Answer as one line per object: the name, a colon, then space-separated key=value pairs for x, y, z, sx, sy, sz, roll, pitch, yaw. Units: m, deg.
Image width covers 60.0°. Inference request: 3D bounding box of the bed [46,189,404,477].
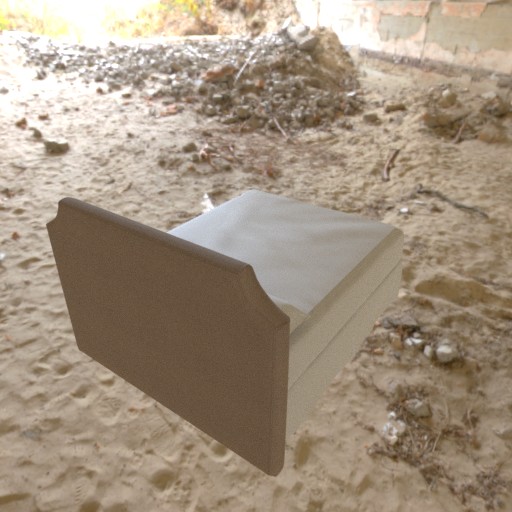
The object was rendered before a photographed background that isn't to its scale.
bed: x=0.000 y=0.000 z=3.355 sx=1.828 sy=1.303 sz=2.164 roll=20 pitch=36 yaw=30
